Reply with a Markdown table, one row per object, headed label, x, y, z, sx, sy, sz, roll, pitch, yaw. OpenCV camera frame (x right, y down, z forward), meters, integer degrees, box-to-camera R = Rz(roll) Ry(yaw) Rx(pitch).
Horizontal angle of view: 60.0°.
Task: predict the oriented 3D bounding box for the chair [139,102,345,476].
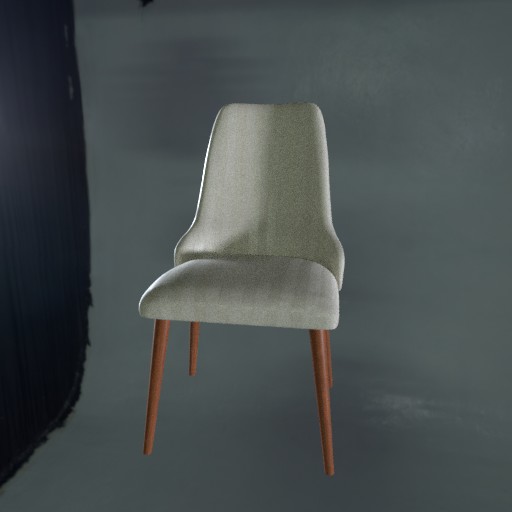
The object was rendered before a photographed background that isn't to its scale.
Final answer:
| label | x | y | z | sx | sy | sz | roll | pitch | yaw |
| --- | --- | --- | --- | --- | --- | --- | --- | --- | --- |
| chair | 0.000 | 0.000 | 1.332 | 0.526 | 0.917 | 0.684 | 2 | 15 | 9 |
